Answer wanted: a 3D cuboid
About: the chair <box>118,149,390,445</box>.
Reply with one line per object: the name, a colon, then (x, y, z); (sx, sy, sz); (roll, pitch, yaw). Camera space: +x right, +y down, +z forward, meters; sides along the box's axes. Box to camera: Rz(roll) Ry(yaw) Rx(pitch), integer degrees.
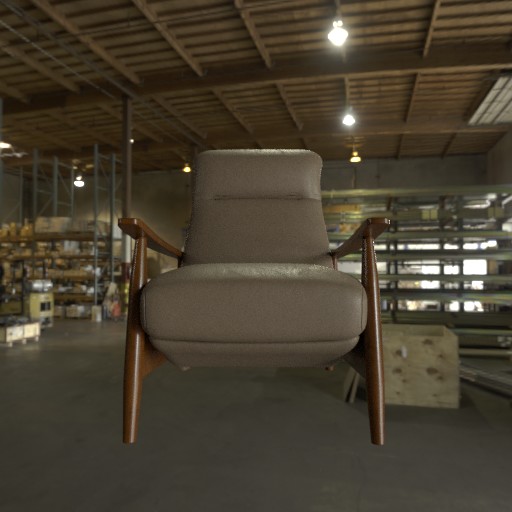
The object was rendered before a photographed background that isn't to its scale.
chair: (0.000, 0.000, 1.730); (0.762, 1.082, 1.014); (0, -2, 1)
